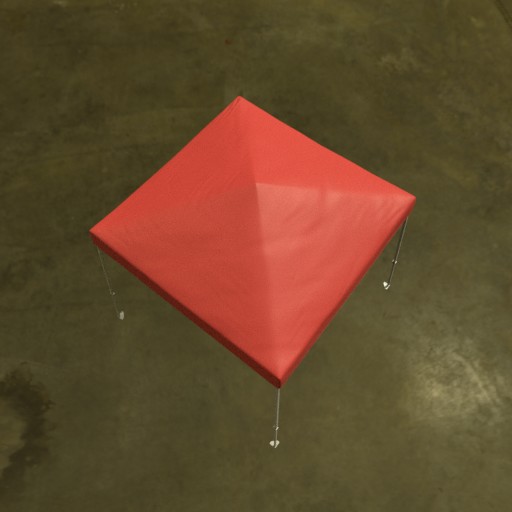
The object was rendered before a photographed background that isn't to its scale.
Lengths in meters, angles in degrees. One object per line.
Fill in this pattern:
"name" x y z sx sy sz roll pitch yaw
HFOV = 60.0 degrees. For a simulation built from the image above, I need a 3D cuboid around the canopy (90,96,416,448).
"canopy" 0.000 0.000 5.256 2.848 2.849 2.849 35 68 16
